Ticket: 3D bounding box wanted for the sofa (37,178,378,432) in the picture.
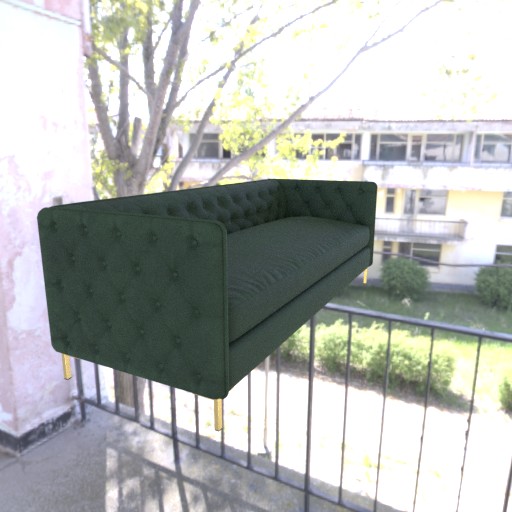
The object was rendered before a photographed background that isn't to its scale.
[{"bbox_3d":[0.000,0.000,2.597,0.895,0.771,2.209,7,15,27],"label":"sofa"}]
